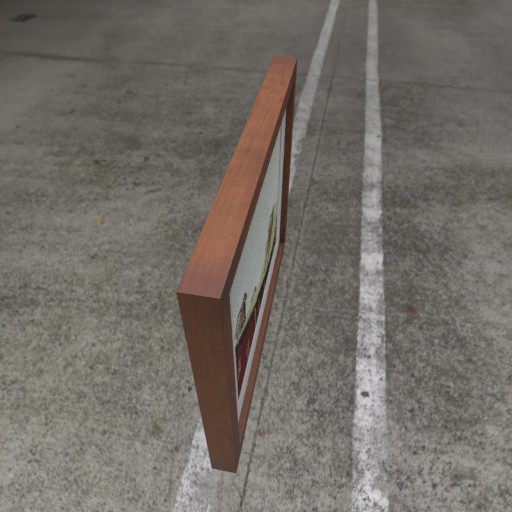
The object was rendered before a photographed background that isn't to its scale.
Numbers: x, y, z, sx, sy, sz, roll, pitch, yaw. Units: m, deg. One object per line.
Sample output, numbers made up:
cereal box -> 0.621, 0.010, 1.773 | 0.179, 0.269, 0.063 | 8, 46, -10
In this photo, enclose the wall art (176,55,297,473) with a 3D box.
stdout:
wall art -> 0.000, 0.000, 0.547 | 0.030, 0.328, 0.401 | 8, 46, 8
